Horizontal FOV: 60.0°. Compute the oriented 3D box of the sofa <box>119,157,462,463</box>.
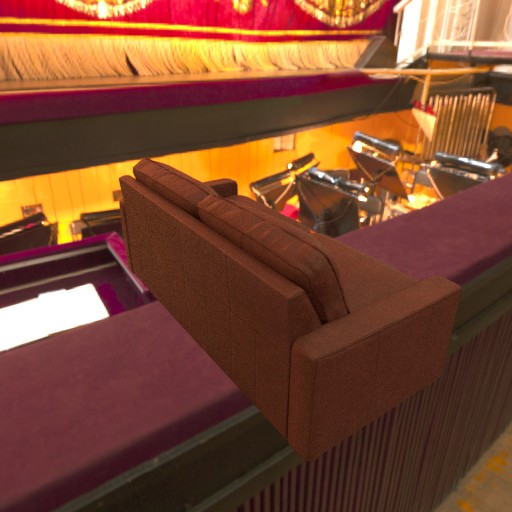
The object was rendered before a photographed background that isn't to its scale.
[{"bbox_3d":[0.000,0.000,2.601,0.940,0.919,2.080,-17,32,-31],"label":"sofa"}]
